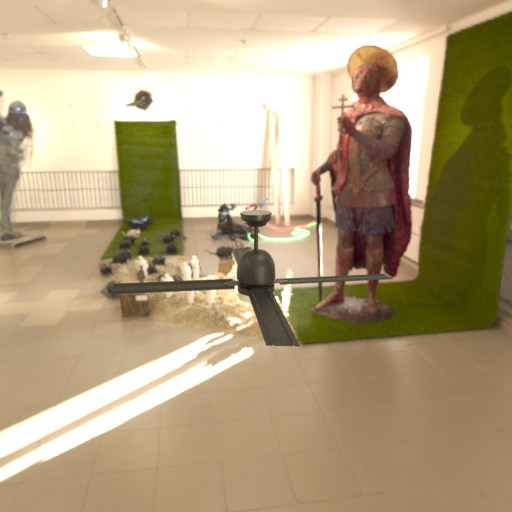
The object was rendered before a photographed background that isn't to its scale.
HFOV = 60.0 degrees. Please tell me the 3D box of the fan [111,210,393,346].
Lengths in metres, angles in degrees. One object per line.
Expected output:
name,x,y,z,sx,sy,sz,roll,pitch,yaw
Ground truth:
fan,0.000,0.000,2.068,1.319,0.410,1.319,-3,16,-9
